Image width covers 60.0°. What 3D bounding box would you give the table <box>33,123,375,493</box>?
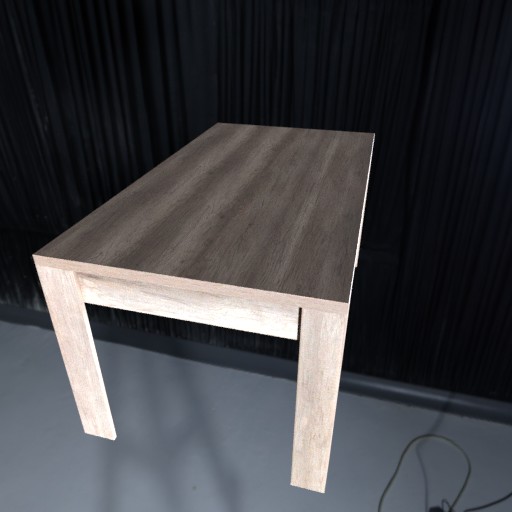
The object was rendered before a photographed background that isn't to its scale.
[{"bbox_3d":[0.000,0.000,2.036,0.900,0.775,1.600,8,31,13],"label":"table"}]
